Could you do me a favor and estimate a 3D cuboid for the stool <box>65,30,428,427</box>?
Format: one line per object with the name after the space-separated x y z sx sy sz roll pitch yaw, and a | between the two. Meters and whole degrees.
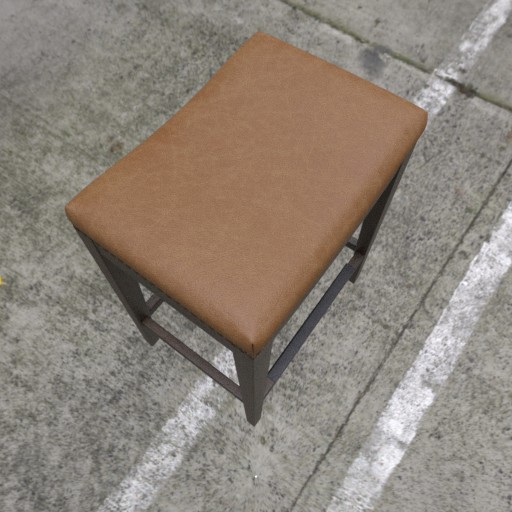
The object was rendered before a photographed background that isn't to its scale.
0.000 0.000 0.936 0.361 0.660 0.500 33 68 15 | stool
